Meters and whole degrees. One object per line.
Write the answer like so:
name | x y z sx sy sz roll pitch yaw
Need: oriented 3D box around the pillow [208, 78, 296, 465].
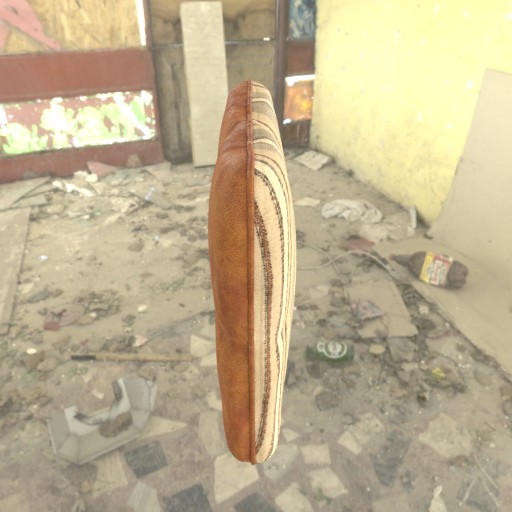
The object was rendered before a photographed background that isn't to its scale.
pillow | 0.000 0.000 0.747 0.130 0.490 0.489 0 32 -1
